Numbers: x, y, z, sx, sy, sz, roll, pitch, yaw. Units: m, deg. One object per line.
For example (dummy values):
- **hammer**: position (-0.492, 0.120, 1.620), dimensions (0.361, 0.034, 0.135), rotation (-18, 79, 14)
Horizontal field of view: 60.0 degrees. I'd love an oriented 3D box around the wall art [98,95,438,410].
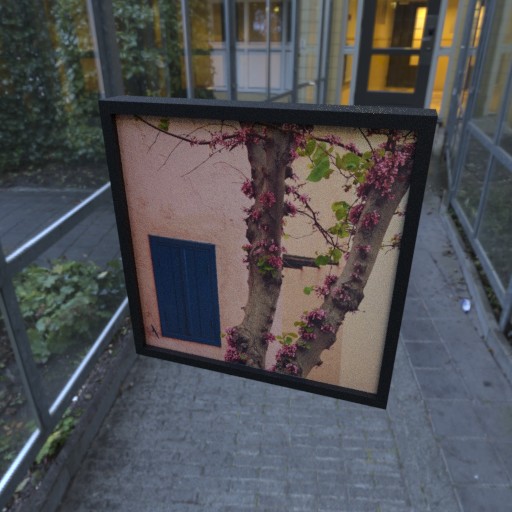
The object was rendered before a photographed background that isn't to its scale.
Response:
- **wall art**: position (0.000, 0.000, 0.464), dimensions (0.305, 0.304, 0.038), rotation (8, 28, 16)
